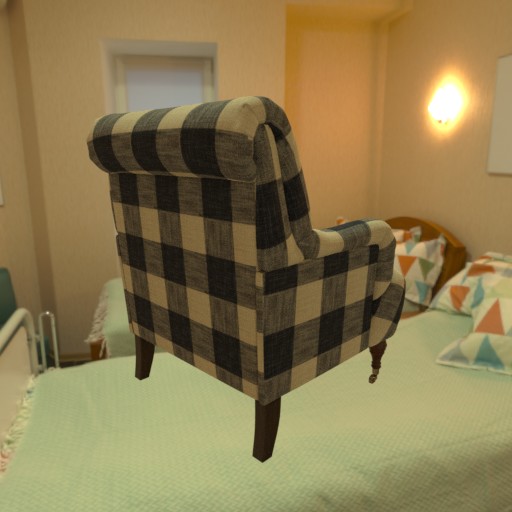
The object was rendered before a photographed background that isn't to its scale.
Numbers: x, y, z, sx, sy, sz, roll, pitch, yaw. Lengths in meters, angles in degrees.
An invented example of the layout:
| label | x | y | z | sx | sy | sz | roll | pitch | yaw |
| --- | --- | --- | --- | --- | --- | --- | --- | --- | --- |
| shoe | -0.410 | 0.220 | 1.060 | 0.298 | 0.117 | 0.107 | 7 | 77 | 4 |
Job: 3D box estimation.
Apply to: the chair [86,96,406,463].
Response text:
| label | x | y | z | sx | sy | sz | roll | pitch | yaw |
| --- | --- | --- | --- | --- | --- | --- | --- | --- | --- |
| chair | 0.000 | 0.000 | 1.556 | 0.848 | 0.953 | 0.781 | -13 | 18 | -43 |
